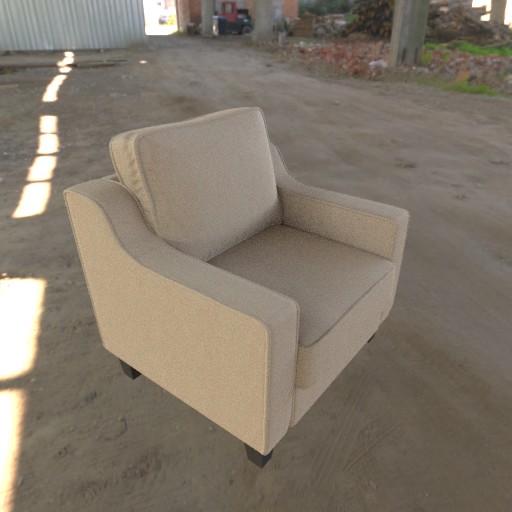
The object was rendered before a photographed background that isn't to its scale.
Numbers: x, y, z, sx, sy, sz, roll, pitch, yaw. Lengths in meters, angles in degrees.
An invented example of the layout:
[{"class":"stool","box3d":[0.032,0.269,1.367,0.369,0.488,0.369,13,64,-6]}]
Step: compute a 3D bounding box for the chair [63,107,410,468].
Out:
[{"class":"chair","box3d":[0.000,0.000,1.653,0.882,0.948,0.922,20,34,33]}]
